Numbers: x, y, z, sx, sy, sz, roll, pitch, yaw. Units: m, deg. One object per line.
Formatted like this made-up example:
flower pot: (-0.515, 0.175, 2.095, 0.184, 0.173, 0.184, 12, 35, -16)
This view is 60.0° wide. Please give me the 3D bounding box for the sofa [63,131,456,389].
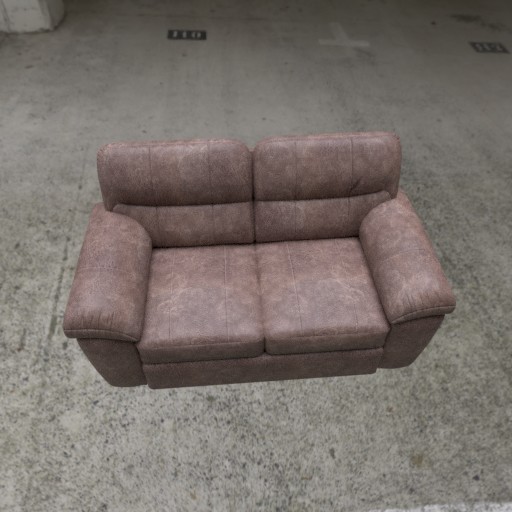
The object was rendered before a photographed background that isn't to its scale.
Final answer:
sofa: (0.000, 0.000, 2.337, 1.753, 0.991, 0.991, -3, 47, -3)
